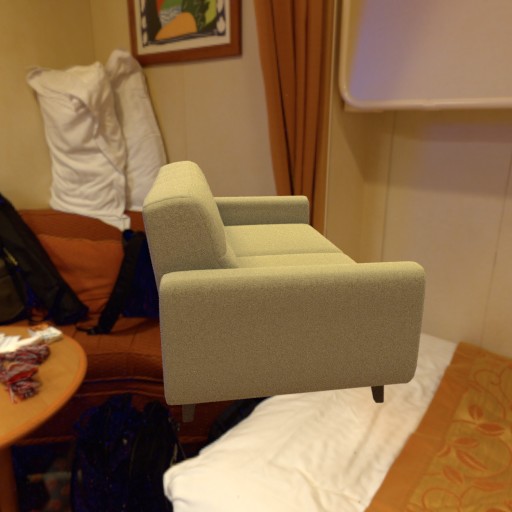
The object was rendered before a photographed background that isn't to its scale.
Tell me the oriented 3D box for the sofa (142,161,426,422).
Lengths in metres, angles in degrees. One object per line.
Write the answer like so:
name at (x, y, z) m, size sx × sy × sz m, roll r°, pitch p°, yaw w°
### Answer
sofa at (0.000, 0.000, 2.291) m, size 0.980 × 0.892 × 1.655 m, roll -3°, pitch 17°, yaw -9°
